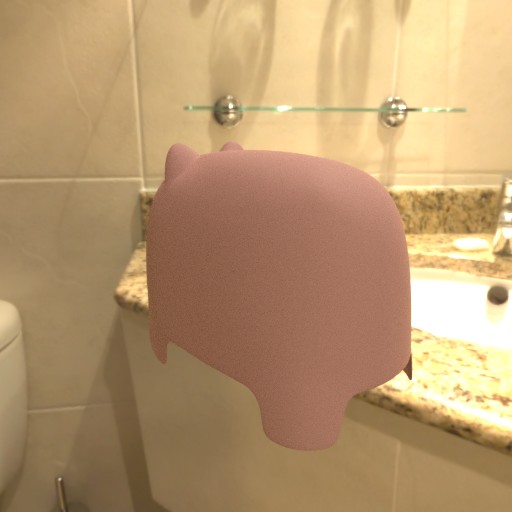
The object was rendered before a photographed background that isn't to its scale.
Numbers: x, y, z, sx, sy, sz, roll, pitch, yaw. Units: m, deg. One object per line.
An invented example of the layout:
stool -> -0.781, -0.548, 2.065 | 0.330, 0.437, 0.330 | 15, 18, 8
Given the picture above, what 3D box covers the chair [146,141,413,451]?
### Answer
chair -> 0.000, 0.000, 0.863 | 0.364, 0.423, 0.619 | -16, 23, -43
